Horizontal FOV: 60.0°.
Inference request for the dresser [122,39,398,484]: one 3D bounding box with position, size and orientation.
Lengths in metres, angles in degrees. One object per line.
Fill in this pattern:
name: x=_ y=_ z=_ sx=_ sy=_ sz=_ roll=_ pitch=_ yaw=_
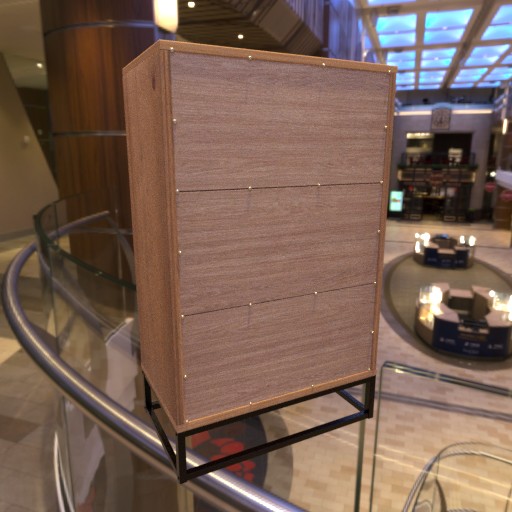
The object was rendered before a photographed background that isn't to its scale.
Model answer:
dresser: x=0.000 y=0.000 z=1.566 sx=0.761 sy=1.240 sz=0.479 roll=-7 pitch=15 yaw=-26
